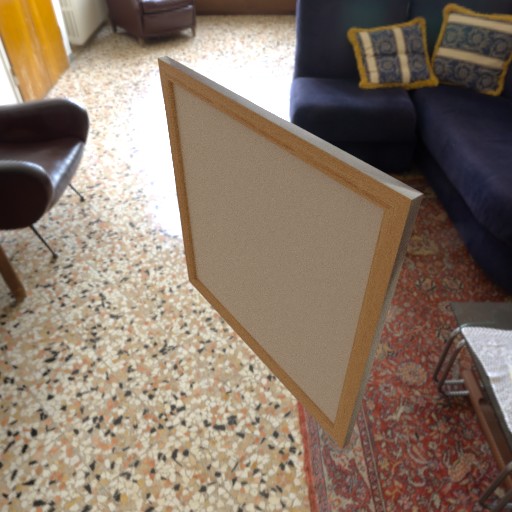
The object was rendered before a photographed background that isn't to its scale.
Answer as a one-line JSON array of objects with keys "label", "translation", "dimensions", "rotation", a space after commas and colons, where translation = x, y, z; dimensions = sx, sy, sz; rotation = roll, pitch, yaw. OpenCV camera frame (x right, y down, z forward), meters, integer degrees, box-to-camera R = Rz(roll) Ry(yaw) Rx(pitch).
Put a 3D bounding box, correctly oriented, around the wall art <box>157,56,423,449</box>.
[{"label": "wall art", "translation": [0.000, 0.000, 1.108], "dimensions": [0.027, 0.762, 0.762], "rotation": [-27, 48, -27]}]
